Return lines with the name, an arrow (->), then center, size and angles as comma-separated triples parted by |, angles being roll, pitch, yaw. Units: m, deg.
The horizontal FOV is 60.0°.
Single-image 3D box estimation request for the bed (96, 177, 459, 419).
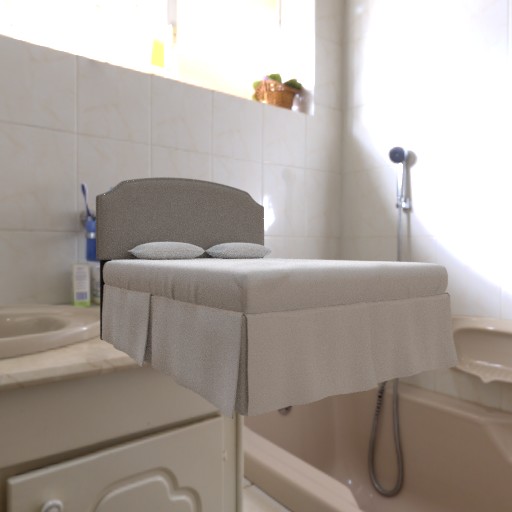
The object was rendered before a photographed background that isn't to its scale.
bed -> 0.000, 0.000, 2.939 | 1.558, 1.270, 1.999 | -1, 1, -35
